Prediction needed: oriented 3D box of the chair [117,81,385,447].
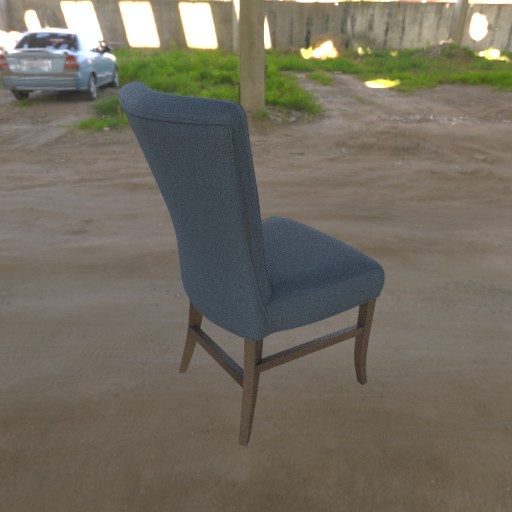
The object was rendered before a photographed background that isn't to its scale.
[{"bbox_3d":[0.000,0.000,1.354,0.660,0.991,0.520,-19,33,-32],"label":"chair"}]
